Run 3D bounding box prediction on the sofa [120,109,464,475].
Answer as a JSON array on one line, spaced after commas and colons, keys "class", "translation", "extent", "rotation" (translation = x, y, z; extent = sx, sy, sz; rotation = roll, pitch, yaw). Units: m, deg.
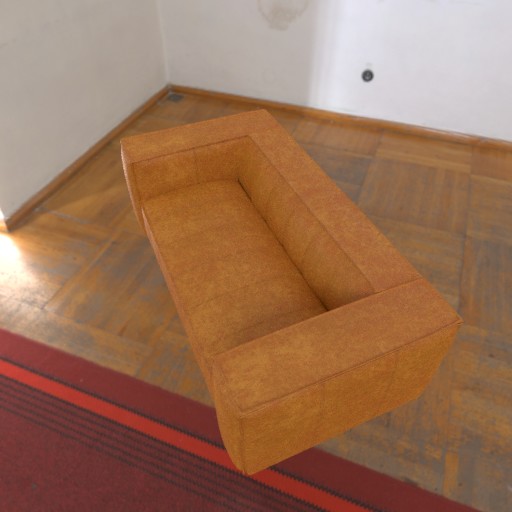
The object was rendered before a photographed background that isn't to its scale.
[{"class": "sofa", "translation": [0.000, 0.000, 2.609], "extent": [1.102, 0.703, 2.088], "rotation": [-17, 48, -16]}]
